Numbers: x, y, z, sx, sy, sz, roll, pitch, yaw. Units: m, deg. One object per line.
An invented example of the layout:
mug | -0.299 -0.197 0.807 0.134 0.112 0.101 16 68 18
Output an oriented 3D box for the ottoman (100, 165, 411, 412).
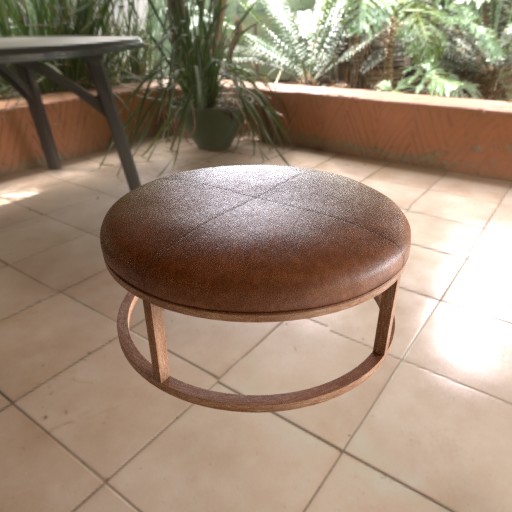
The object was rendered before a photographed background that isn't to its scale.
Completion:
ottoman | 0.000 0.000 1.554 1.006 0.445 1.006 0 28 0
